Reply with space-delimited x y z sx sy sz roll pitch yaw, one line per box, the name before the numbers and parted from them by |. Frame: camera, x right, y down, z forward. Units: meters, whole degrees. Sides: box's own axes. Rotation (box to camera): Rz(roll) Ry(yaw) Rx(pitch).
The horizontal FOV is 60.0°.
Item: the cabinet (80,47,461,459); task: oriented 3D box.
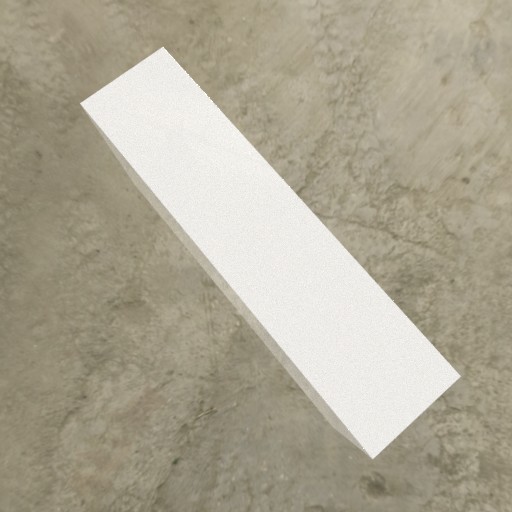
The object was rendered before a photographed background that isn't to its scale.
cabinet | 0.000 0.000 1.979 0.400 0.800 1.650 -39 79 -9
